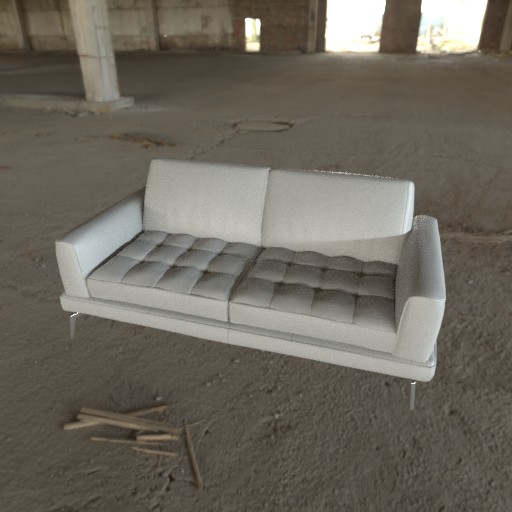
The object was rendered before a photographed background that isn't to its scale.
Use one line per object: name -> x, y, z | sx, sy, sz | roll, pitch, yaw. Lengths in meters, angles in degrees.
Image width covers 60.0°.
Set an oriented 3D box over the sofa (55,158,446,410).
sofa -> 0.000, 0.000, 2.750 | 2.177, 0.930, 1.121 | 8, 28, 15
